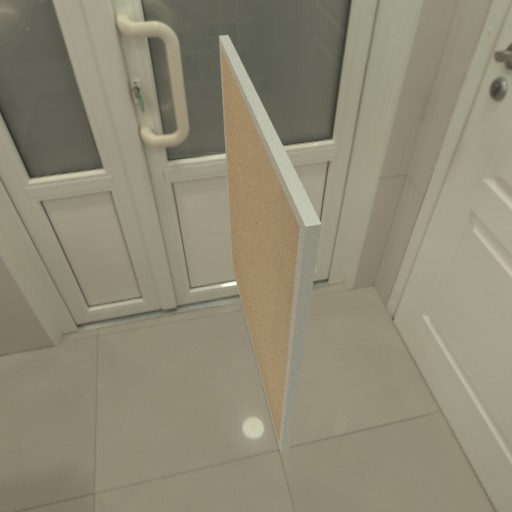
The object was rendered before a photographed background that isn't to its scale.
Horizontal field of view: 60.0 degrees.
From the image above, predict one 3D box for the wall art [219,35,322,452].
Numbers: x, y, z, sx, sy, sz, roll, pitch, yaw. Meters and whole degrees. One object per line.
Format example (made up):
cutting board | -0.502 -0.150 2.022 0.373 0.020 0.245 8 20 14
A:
wall art | 0.000 0.000 0.624 0.013 0.456 0.382 -9 47 -9
